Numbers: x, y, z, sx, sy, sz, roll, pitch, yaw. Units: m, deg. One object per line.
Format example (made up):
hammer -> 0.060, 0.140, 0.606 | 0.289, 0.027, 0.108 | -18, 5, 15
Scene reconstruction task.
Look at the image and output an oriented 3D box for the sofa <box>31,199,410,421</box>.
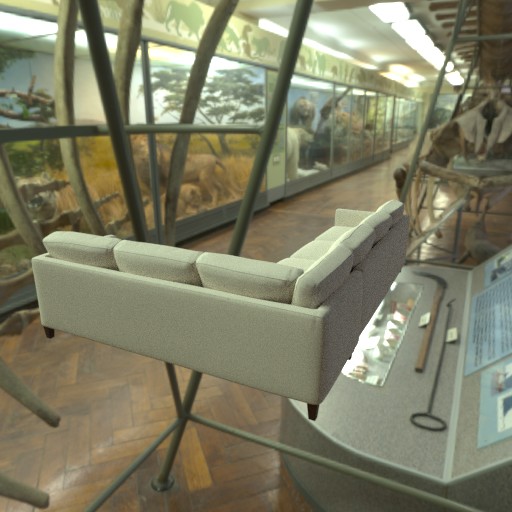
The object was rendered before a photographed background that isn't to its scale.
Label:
sofa -> 0.000, 0.000, 4.578 | 2.593, 0.947, 3.302 | 9, 19, 26
